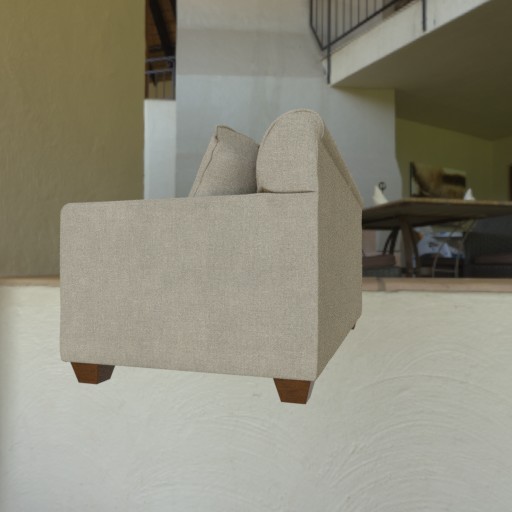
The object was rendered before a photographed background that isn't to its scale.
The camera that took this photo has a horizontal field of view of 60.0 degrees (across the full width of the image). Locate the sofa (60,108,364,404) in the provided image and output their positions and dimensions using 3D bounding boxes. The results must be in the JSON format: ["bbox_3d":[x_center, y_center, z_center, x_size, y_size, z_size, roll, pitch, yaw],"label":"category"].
[{"bbox_3d":[0.000,0.000,2.337,0.998,0.958,1.846,0,-1,17],"label":"sofa"}]
